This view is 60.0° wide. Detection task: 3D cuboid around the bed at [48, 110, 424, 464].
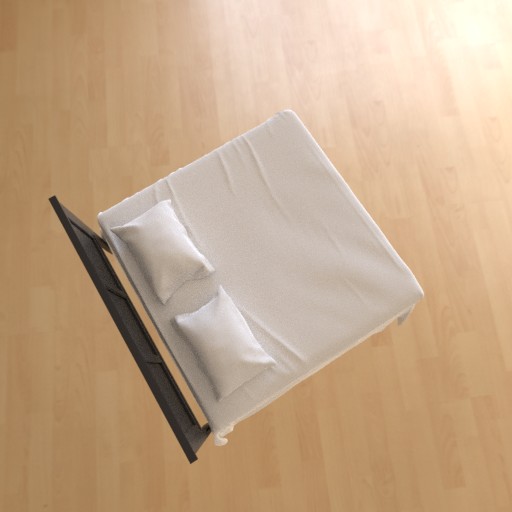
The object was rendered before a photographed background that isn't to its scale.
[{"bbox_3d":[0.000,0.000,3.633,2.219,1.271,2.315,-31,78,-8],"label":"bed"}]
